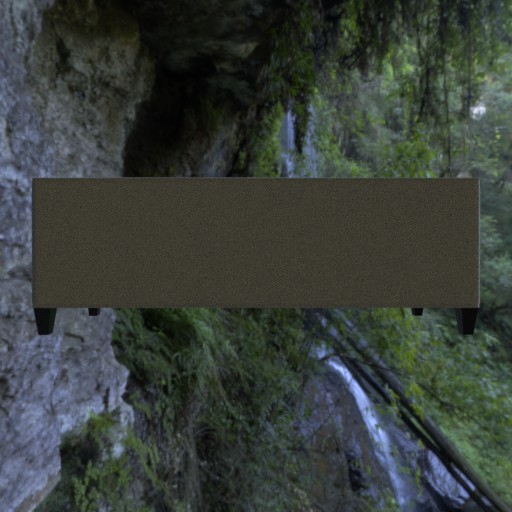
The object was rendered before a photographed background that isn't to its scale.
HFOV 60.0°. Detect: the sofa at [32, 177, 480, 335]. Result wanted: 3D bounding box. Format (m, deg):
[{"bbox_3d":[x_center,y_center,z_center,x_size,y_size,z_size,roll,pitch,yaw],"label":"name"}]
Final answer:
[{"bbox_3d":[0.000,0.000,2.505,2.159,0.762,0.775,0,0,0],"label":"sofa"}]
